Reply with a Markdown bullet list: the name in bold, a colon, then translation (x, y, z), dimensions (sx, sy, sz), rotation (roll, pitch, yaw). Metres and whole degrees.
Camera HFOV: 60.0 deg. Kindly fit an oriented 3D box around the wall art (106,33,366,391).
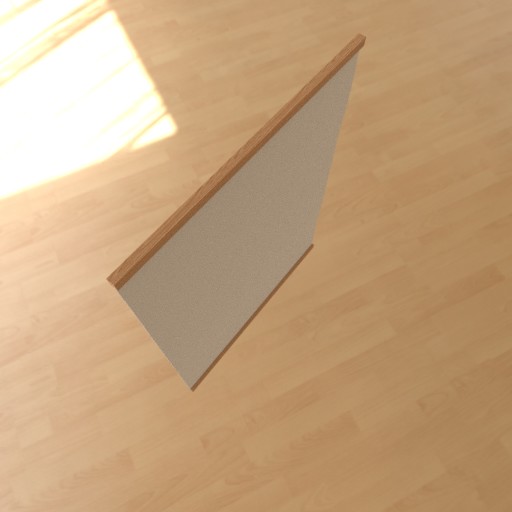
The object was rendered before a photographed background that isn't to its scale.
- **wall art**: translation (0.000, 0.000, 0.784), dimensions (0.011, 0.605, 0.458), rotation (35, 69, 16)
